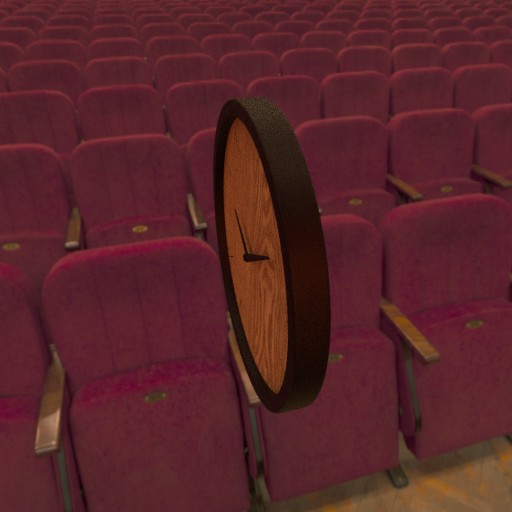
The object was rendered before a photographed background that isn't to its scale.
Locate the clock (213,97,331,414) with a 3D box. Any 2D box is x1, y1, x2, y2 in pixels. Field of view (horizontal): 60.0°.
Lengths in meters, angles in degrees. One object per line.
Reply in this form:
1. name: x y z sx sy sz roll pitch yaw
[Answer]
1. clock: 0.000 0.000 0.465 0.029 0.314 0.314 -8 32 -13
